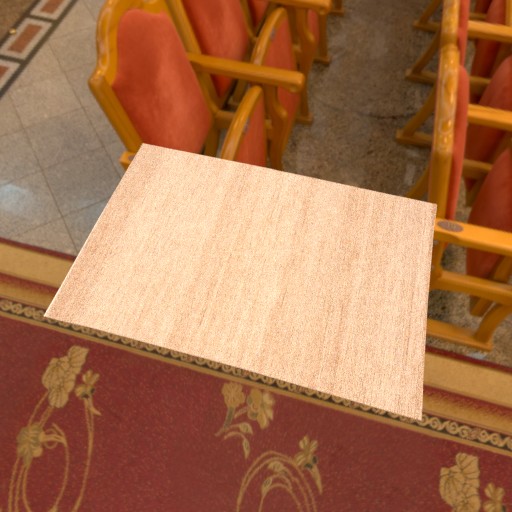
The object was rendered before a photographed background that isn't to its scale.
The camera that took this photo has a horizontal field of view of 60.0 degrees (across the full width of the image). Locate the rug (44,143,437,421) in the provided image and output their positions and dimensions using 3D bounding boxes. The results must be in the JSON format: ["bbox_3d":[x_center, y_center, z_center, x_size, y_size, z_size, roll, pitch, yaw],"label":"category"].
[{"bbox_3d":[0.000,0.000,3.017,2.346,0.029,1.574,13,60,8],"label":"rug"}]
